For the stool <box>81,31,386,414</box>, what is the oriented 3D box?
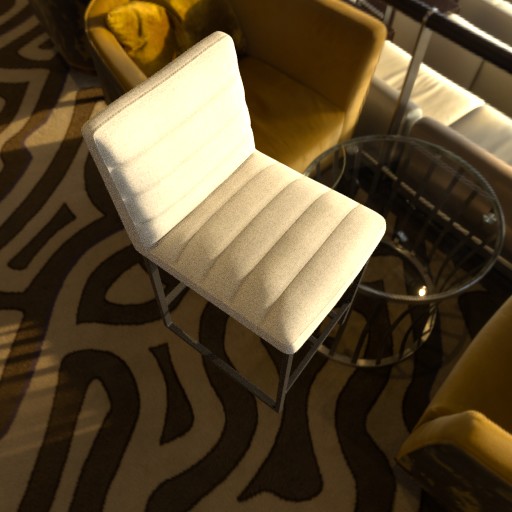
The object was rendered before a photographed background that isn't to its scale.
[{"bbox_3d":[0.000,0.000,1.283,0.567,0.971,0.459,33,63,19],"label":"stool"}]
